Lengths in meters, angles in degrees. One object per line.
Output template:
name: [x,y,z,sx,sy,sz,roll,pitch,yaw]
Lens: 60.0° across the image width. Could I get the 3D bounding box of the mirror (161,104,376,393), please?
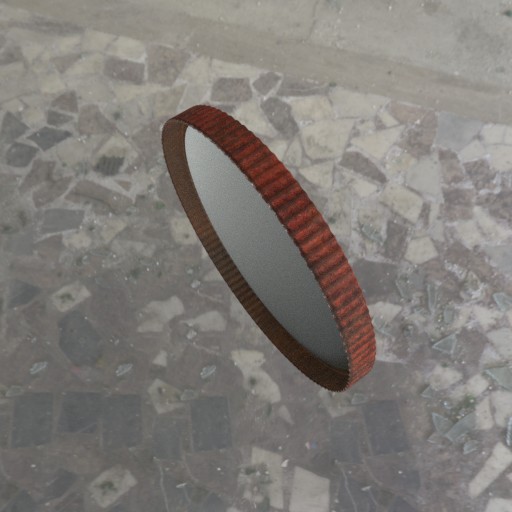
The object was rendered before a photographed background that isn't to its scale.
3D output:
mirror: [0.000,0.000,0.889,0.056,0.609,0.609,-33,68,-15]
